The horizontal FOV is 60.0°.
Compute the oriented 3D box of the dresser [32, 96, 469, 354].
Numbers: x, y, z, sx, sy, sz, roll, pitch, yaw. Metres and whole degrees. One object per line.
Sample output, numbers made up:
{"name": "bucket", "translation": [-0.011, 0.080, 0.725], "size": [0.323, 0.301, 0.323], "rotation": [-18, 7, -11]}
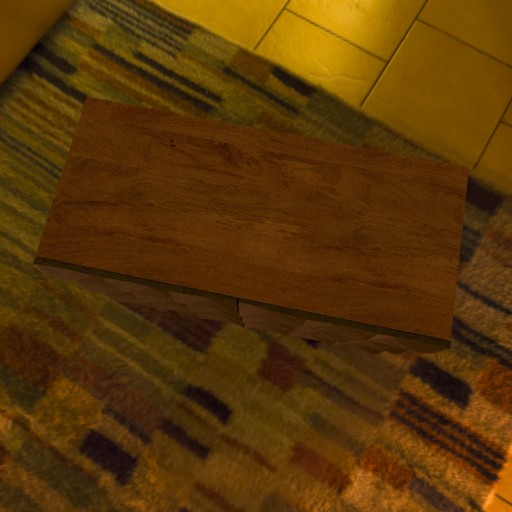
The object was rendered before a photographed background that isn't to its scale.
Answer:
{"name": "dresser", "translation": [0.000, 0.000, 1.452], "size": [0.967, 0.847, 0.446], "rotation": [11, 78, 3]}
